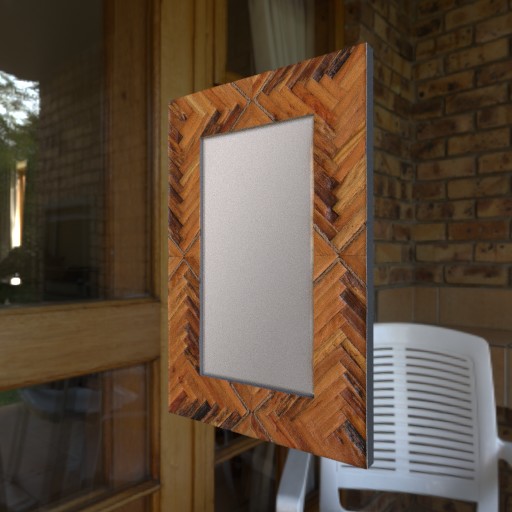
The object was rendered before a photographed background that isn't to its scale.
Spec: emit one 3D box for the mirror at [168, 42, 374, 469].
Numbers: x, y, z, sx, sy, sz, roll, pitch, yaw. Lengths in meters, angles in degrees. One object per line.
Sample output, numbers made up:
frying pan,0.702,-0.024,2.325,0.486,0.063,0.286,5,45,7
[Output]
mirror,0.000,0.000,1.136,0.606,0.912,0.044,0,-1,36
